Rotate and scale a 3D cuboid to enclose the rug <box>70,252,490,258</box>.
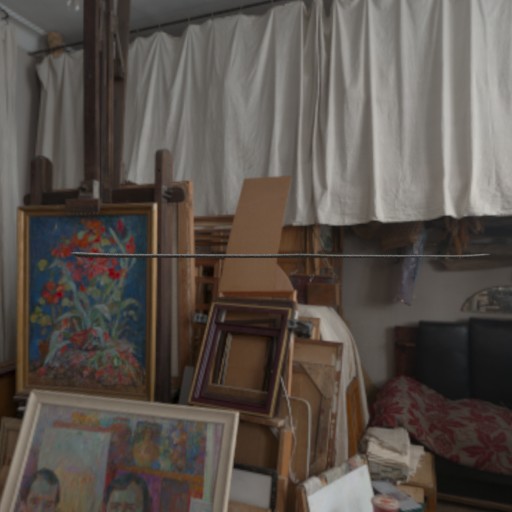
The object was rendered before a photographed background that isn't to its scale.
[{"bbox_3d":[0.000,0.000,3.952,2.925,0.026,2.343,0,-1,-19],"label":"rug"}]
